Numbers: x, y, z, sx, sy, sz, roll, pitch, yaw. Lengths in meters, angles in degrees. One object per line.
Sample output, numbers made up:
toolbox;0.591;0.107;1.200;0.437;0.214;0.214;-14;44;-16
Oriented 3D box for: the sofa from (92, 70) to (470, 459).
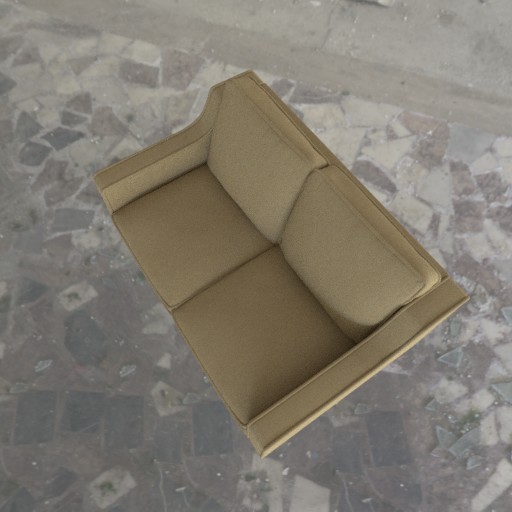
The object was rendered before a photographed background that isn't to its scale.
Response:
sofa;0.000;0.000;2.148;0.987;0.971;1.501;-31;67;-15
